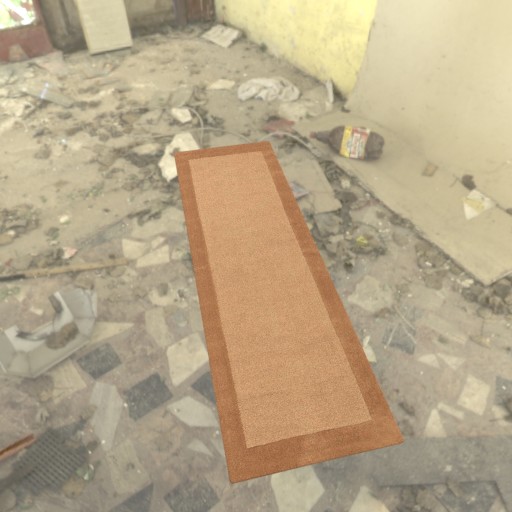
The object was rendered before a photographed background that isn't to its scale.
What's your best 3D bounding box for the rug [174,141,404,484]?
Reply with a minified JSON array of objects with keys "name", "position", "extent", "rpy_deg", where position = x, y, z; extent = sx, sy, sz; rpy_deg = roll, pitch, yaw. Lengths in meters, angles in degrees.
[{"name":"rug","position":[0.000,0.000,2.669],"extent":[0.764,0.017,2.439],"rpy_deg":[-9,47,-9]}]
